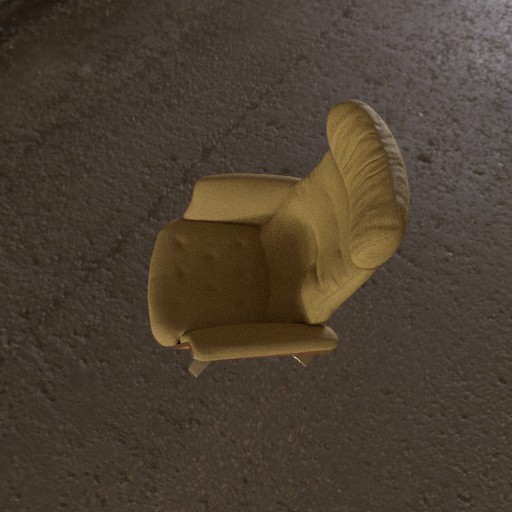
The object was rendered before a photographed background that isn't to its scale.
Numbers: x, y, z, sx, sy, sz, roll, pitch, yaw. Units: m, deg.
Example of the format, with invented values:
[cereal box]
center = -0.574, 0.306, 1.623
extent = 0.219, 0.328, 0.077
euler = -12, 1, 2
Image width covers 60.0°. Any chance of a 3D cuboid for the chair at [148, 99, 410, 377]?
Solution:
[chair]
center = 0.000, 0.000, 1.615
extent = 0.837, 0.995, 0.785
euler = -3, 58, -2
